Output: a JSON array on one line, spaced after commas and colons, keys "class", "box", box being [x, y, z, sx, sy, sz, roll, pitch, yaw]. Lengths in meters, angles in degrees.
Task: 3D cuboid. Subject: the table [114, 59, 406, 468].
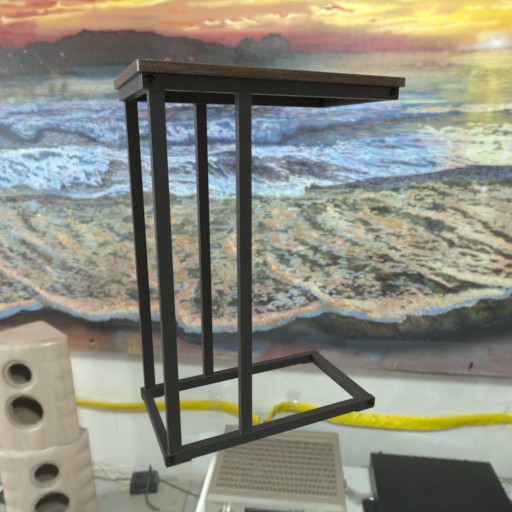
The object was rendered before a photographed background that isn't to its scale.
[{"class": "table", "box": [0.000, 0.000, 0.855, 0.450, 0.637, 0.254, -6, 16, -23]}]
